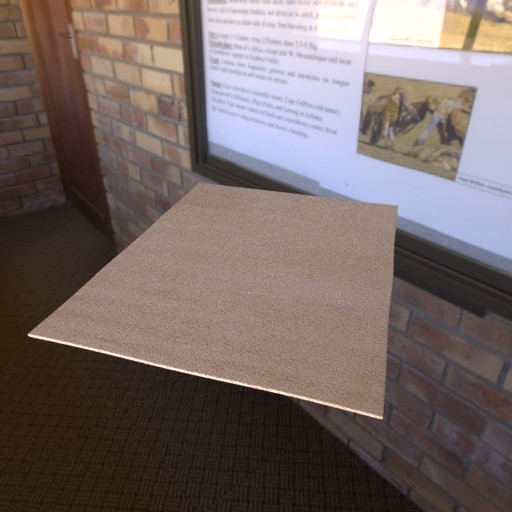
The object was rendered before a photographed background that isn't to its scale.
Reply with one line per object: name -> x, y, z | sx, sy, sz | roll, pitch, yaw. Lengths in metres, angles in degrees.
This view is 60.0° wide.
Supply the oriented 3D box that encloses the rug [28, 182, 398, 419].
rug -> 0.000, 0.000, 4.016 | 2.400, 0.025, 3.000 | 9, 32, 15
